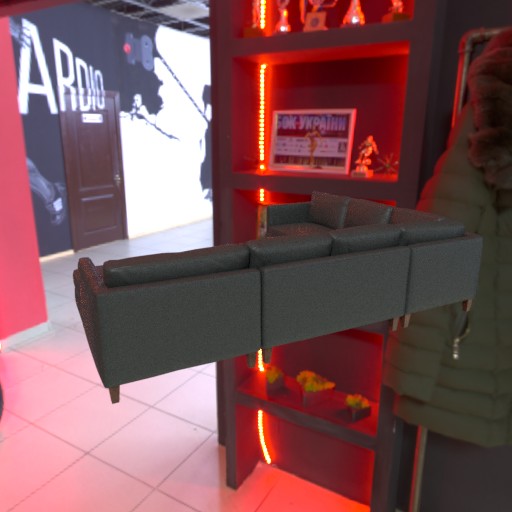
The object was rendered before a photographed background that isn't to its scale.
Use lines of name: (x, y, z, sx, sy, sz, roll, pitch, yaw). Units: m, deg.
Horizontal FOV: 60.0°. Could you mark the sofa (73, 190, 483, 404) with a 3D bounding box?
sofa: (0.000, 0.000, 4.485, 3.460, 0.923, 2.593, -8, 17, -26)
